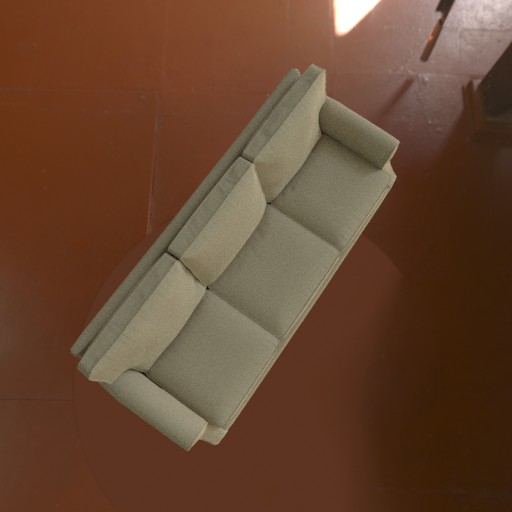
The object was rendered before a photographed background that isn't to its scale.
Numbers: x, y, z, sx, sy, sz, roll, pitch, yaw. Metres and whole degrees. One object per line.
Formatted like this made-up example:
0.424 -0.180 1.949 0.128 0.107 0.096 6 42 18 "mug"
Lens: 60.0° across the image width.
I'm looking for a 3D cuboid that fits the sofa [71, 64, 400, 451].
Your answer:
0.000 0.000 2.857 0.966 0.948 2.354 34 78 8 "sofa"
